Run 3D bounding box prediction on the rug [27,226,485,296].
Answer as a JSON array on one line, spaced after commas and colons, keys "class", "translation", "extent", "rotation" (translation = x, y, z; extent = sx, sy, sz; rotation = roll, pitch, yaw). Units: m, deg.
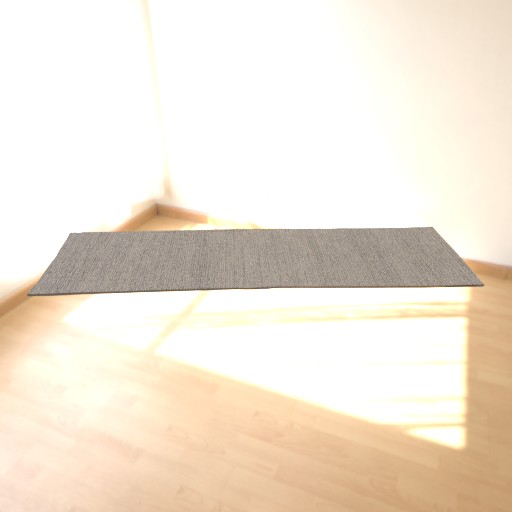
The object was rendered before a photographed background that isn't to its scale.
[{"class": "rug", "translation": [0.000, 0.000, 2.524], "extent": [2.320, 0.032, 0.692], "rotation": [-1, 29, -2]}]
